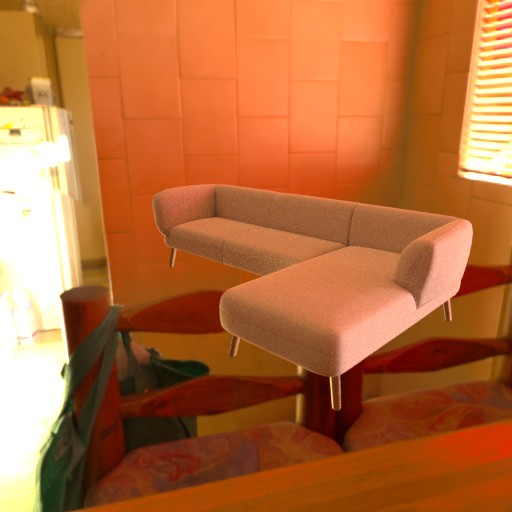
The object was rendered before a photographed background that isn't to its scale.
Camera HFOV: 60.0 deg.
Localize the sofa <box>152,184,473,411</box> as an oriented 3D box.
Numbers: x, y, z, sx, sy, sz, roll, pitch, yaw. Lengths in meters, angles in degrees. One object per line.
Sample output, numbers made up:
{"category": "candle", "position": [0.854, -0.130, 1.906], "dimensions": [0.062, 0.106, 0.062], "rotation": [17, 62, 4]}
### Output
{"category": "sofa", "position": [0.000, 0.000, 3.314], "dimensions": [2.660, 0.730, 1.610], "rotation": [16, 23, 41]}
